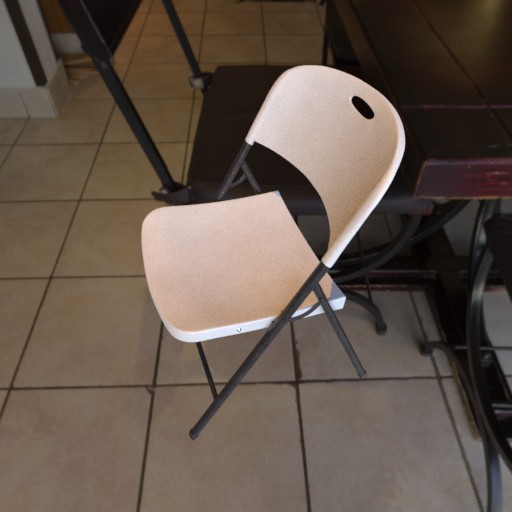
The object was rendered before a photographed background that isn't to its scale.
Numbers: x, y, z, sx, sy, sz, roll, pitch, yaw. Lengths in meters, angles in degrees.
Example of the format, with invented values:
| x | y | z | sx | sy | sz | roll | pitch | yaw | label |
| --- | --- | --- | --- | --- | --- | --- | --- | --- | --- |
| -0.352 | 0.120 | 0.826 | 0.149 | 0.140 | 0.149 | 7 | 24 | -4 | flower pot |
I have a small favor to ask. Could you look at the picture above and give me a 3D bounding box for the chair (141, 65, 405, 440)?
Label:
| x | y | z | sx | sy | sz | roll | pitch | yaw | label |
| --- | --- | --- | --- | --- | --- | --- | --- | --- | --- |
| 0.000 | 0.000 | 1.157 | 0.566 | 0.810 | 0.494 | -15 | 49 | -14 | chair |
